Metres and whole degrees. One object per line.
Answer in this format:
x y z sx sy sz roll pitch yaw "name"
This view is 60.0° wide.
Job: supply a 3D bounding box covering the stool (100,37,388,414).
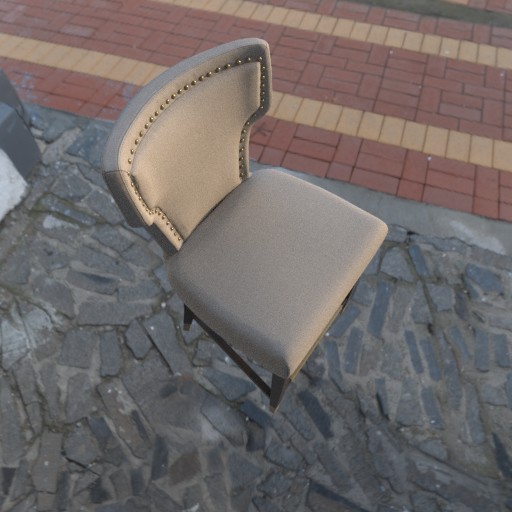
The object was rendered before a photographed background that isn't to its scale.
0.000 0.000 1.293 0.563 0.982 0.527 32 64 18 "stool"
